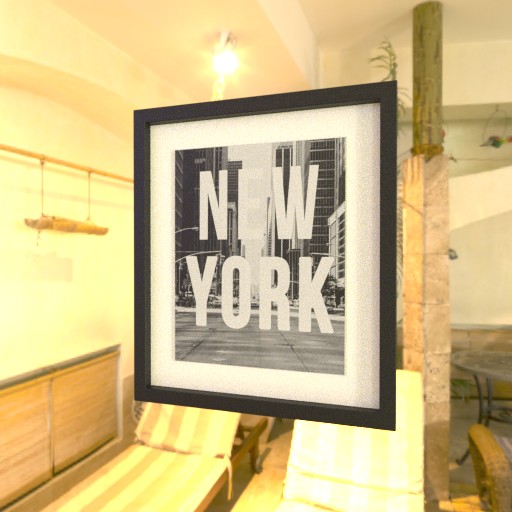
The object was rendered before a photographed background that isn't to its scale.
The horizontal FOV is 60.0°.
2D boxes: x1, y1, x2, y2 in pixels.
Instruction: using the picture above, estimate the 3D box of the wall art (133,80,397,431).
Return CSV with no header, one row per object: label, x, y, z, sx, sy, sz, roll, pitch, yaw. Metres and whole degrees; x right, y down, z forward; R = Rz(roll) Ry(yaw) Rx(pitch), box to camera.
wall art,0.000,0.000,0.542,0.328,0.381,0.028,0,1,18
